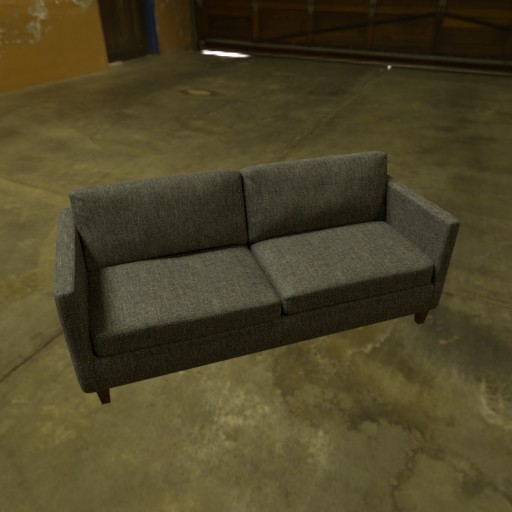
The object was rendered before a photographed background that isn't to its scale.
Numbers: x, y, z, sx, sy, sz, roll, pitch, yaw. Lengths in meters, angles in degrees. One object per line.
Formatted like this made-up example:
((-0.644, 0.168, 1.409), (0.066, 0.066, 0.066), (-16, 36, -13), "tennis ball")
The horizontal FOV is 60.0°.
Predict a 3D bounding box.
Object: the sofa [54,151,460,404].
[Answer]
((0.000, 0.000, 2.736), (2.208, 0.960, 0.948), (-10, 33, -16), "sofa")
